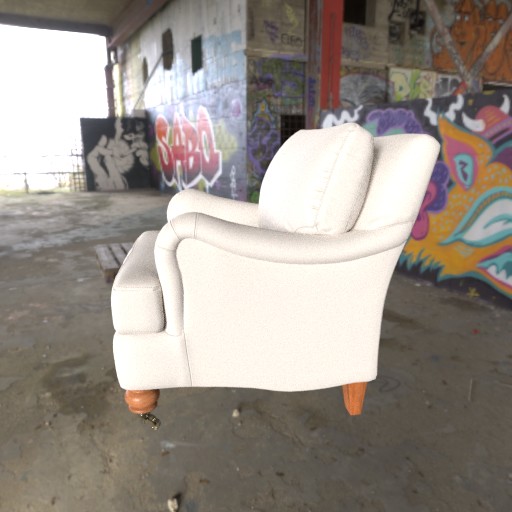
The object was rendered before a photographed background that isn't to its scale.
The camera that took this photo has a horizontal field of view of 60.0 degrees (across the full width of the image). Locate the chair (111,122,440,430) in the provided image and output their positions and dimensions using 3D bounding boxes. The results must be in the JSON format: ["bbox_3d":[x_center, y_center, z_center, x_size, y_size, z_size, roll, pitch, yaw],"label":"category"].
[{"bbox_3d":[0.000,0.000,1.849,1.070,1.038,0.955,-2,14,-8],"label":"chair"}]
